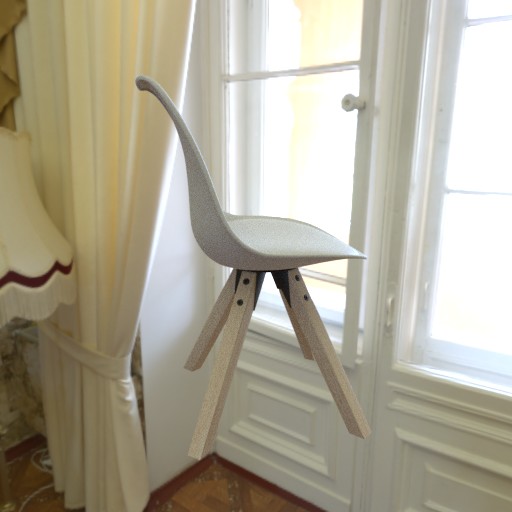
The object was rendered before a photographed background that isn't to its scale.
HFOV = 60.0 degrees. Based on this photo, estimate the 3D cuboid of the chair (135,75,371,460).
[{"bbox_3d":[0.000,0.000,1.163,0.550,0.850,0.485,-3,15,-10],"label":"chair"}]
